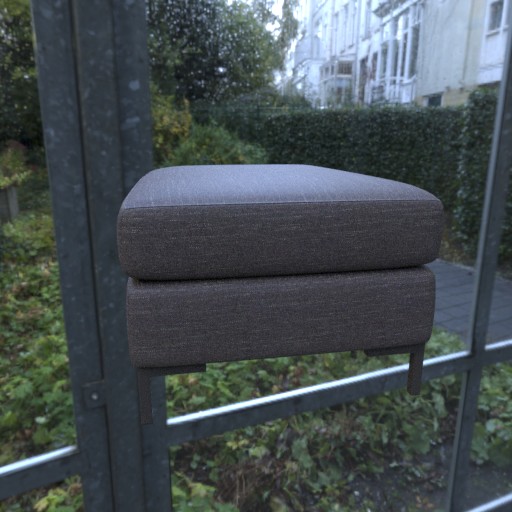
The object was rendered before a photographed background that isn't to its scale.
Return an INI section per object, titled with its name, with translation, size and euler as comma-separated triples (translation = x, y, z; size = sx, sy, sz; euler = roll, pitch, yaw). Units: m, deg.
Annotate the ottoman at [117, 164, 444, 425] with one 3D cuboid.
[ottoman]
translation = 0.000, 0.000, 1.261
size = 0.671, 0.490, 0.820
euler = -3, 15, -10
